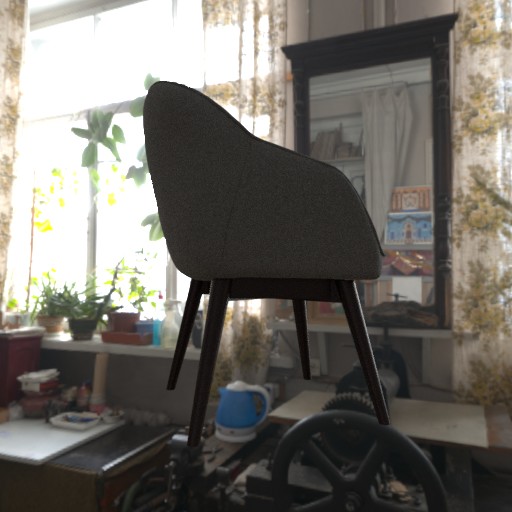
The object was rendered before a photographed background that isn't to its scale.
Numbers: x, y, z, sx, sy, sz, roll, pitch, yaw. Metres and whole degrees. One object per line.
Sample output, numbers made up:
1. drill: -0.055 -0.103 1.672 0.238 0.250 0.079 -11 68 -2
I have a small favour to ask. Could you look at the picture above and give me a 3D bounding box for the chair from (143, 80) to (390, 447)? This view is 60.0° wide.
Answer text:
1. chair: 0.000 0.000 1.221 0.611 0.810 0.589 1 -2 -17
